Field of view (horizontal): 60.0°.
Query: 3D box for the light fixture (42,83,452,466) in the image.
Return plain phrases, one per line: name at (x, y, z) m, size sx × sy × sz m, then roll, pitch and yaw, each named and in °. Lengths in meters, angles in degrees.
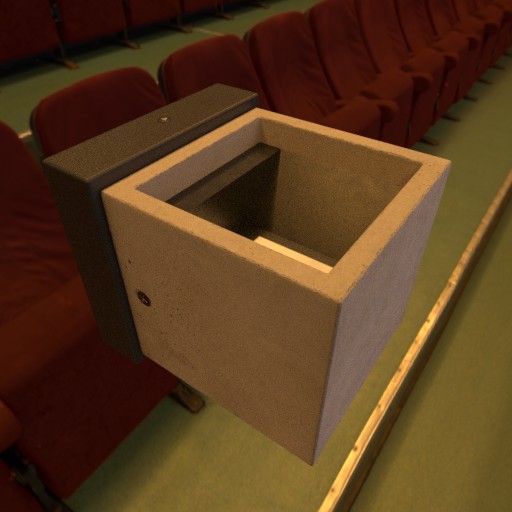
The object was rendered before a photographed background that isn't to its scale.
light fixture at (0.000, 0.000, 0.235) m, size 0.143 × 0.121 × 0.121 m, roll 24°, pitch 46°, yaw 26°
